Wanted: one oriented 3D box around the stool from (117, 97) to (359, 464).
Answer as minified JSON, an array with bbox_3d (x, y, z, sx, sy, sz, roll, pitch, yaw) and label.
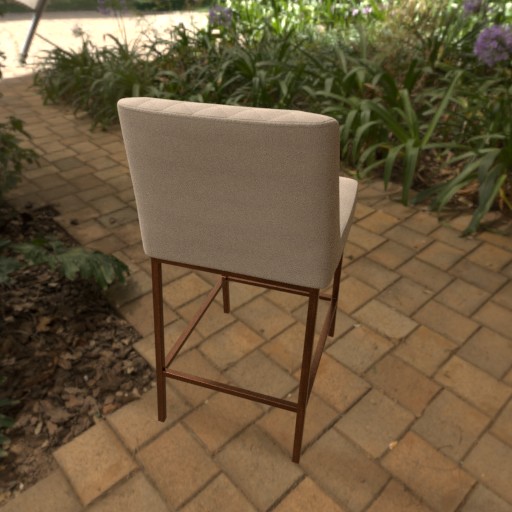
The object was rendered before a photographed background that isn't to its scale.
[{"bbox_3d":[0.000,0.000,1.294,0.507,0.973,0.576,10,34,16],"label":"stool"}]
